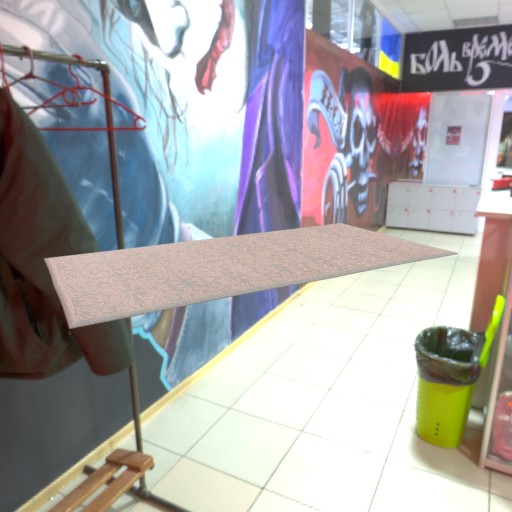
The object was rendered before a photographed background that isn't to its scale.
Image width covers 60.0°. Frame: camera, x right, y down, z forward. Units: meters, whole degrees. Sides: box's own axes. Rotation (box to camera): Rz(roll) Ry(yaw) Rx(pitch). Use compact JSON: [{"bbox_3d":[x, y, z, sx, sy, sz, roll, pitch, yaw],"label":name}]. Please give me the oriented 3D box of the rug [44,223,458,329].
[{"bbox_3d":[0.000,0.000,1.451,1.219,0.007,0.604,-8,17,-28],"label":"rug"}]
